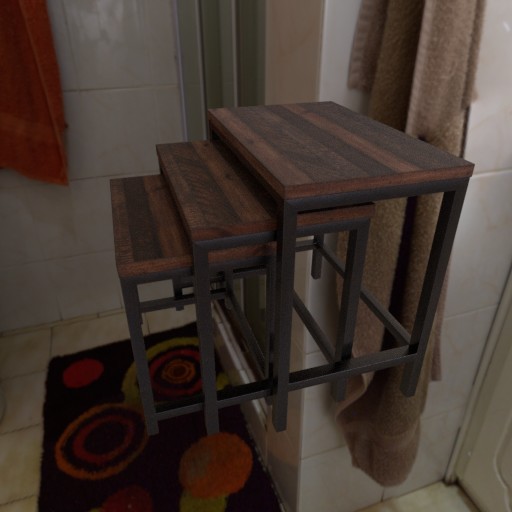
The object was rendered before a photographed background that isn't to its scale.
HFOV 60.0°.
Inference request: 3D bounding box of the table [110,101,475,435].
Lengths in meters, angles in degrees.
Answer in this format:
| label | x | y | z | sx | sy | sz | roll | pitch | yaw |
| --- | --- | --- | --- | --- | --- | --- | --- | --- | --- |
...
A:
| label | x | y | z | sx | sy | sz | roll | pitch | yaw |
| --- | --- | --- | --- | --- | --- | --- | --- | --- | --- |
| table | 0.000 | 0.000 | 1.138 | 0.660 | 0.616 | 0.608 | -9 | 31 | -15 |
